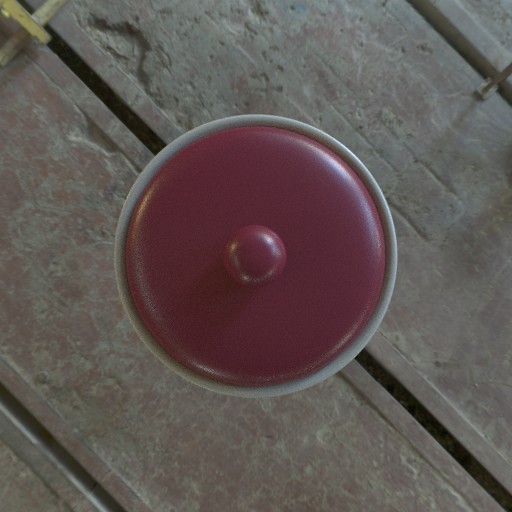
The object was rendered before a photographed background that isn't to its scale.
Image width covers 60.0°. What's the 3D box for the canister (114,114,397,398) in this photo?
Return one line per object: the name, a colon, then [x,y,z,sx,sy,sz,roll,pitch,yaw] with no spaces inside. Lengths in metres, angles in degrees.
canister: [0.000,0.000,0.341,0.181,0.211,0.181,0,90,0]
